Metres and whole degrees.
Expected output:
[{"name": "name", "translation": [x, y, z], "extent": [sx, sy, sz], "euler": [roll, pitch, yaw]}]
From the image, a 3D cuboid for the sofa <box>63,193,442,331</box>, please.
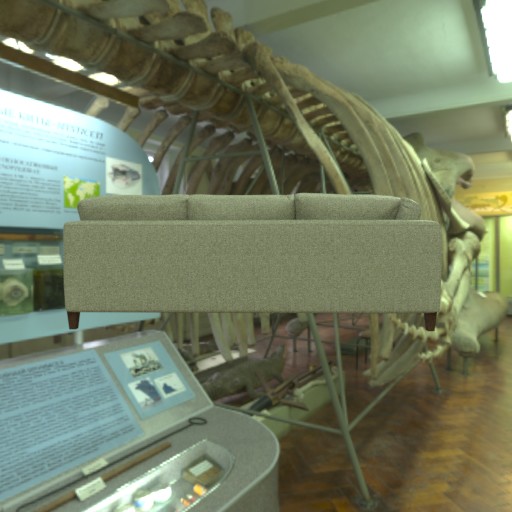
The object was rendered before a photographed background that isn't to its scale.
[{"name": "sofa", "translation": [0.000, 0.000, 4.600], "extent": [2.593, 0.947, 3.302], "euler": [0, 1, 2]}]
